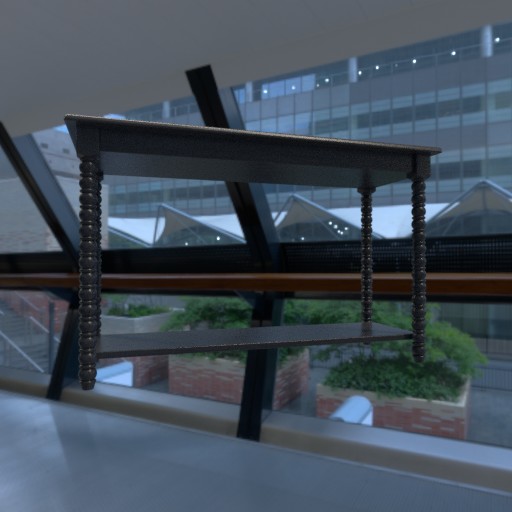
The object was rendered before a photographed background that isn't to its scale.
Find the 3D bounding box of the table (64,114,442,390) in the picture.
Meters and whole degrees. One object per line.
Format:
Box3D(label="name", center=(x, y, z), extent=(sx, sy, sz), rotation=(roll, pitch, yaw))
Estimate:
Box3D(label="table", center=(0.000, 0.000, 1.534), extent=(1.184, 0.735, 0.459), rotation=(0, -1, -17))
